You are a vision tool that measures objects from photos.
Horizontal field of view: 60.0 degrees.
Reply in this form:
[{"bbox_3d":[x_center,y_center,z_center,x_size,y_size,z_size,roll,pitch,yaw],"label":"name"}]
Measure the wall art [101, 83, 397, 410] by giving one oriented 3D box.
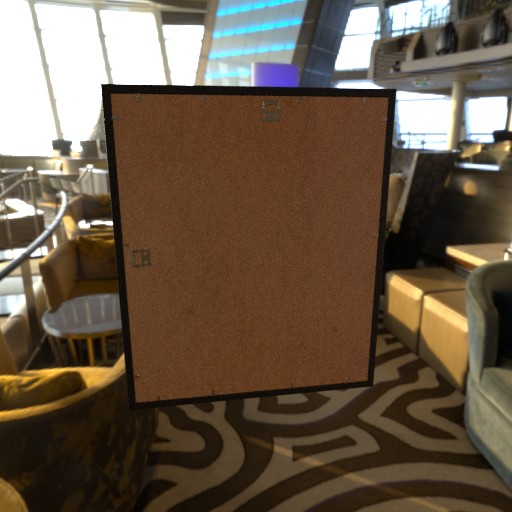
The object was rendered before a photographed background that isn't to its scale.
[{"bbox_3d":[0.000,0.000,0.922,0.559,0.660,0.018,-3,16,-9],"label":"wall art"}]
